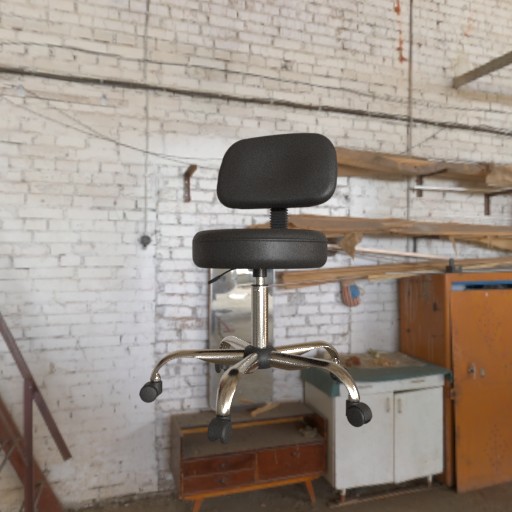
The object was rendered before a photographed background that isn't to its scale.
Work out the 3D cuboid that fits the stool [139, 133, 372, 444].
[{"bbox_3d":[0.000,0.000,1.310,0.673,0.862,0.648,0,0,17],"label":"stool"}]
